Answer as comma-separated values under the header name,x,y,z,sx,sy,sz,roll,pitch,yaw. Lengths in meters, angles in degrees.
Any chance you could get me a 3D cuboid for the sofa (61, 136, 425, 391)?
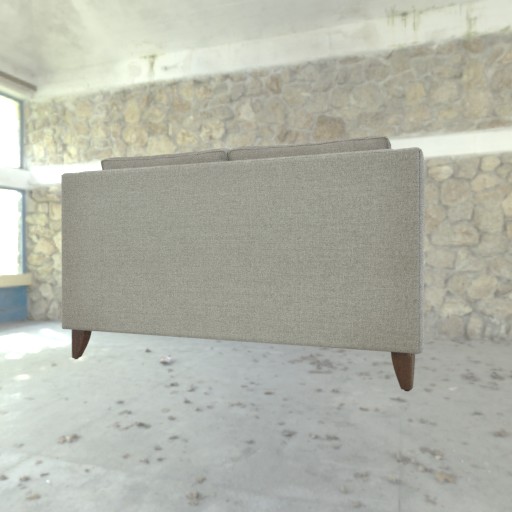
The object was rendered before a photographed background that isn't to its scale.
name,x,y,z,sx,sy,sz,roll,pitch,yaw
sofa,0.000,0.000,2.033,1.422,0.863,0.915,0,0,19
